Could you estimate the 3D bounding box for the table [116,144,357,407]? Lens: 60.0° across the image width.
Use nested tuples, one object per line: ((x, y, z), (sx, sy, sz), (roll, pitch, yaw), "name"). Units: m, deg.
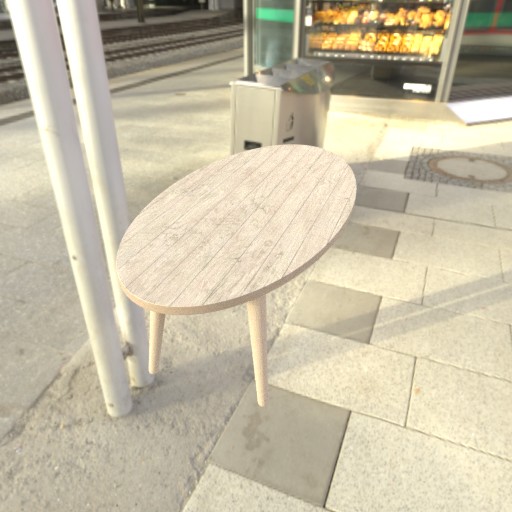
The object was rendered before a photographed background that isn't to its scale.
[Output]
((0.000, 0.000, 1.361), (0.542, 0.390, 1.083), (11, 32, 17), "table")
